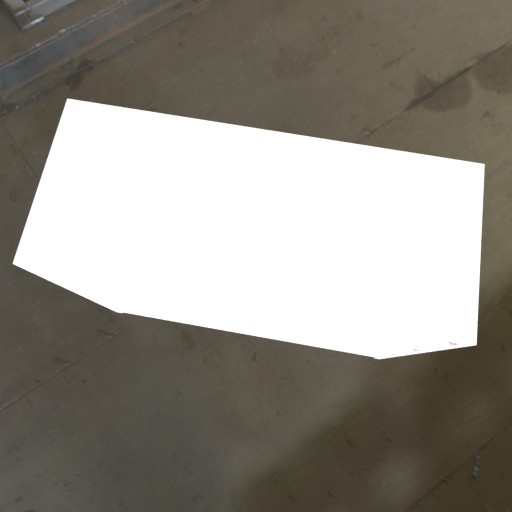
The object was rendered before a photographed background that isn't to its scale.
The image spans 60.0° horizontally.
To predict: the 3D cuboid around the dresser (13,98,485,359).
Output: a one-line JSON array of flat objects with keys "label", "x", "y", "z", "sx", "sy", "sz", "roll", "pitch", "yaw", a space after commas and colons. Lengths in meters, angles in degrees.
[{"label": "dresser", "x": 0.000, "y": 0.000, "z": 1.488, "sx": 1.100, "sy": 0.820, "sz": 0.460, "roll": 10, "pitch": 75, "yaw": 3}]
